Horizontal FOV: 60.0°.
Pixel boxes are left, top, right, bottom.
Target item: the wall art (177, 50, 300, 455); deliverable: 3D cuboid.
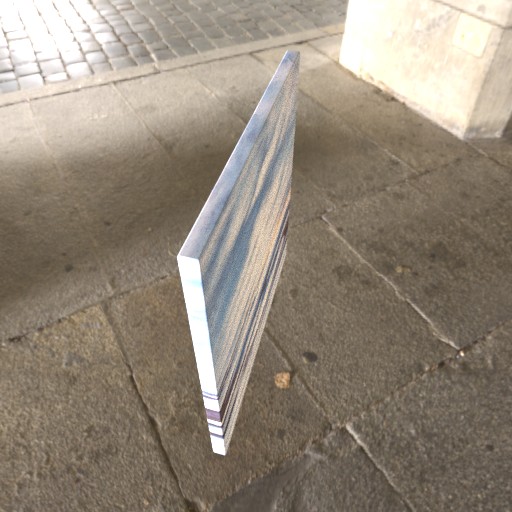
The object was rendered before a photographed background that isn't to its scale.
[{"bbox_3d":[0.000,0.000,1.140,0.035,0.747,0.747,11,47,10],"label":"wall art"}]
